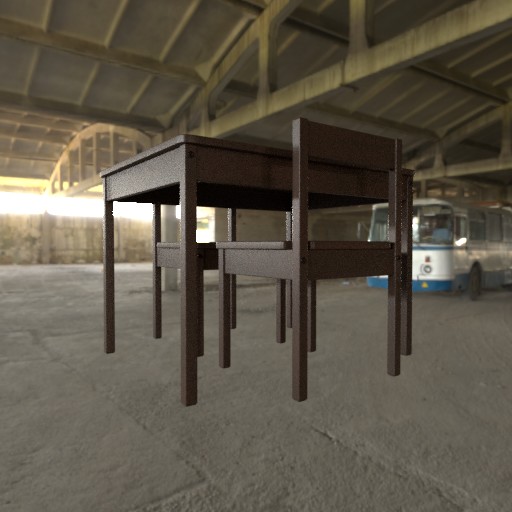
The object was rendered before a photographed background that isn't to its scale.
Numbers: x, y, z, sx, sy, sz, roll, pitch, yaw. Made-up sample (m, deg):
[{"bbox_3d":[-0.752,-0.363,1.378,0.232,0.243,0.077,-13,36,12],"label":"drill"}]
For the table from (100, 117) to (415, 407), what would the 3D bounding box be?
[{"bbox_3d":[0.000,0.000,1.133,0.650,0.503,0.672,-1,2,-35],"label":"table"}]
